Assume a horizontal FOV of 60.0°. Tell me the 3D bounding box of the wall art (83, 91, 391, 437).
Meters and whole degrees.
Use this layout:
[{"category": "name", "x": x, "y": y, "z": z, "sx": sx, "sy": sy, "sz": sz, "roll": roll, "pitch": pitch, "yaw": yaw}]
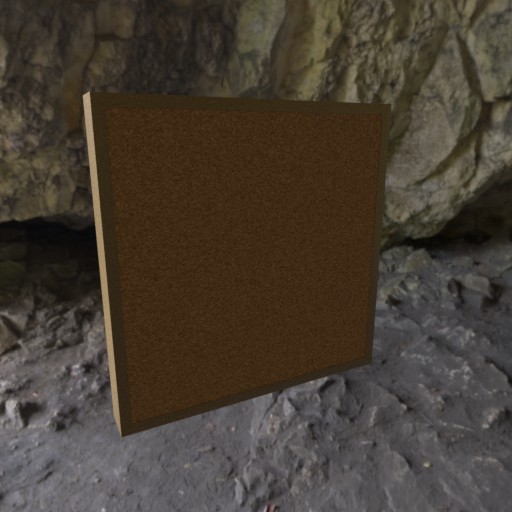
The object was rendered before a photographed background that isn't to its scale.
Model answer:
[{"category": "wall art", "x": 0.000, "y": 0.000, "z": 0.459, "sx": 0.304, "sy": 0.305, "sz": 0.038, "roll": -8, "pitch": 17, "yaw": -26}]
